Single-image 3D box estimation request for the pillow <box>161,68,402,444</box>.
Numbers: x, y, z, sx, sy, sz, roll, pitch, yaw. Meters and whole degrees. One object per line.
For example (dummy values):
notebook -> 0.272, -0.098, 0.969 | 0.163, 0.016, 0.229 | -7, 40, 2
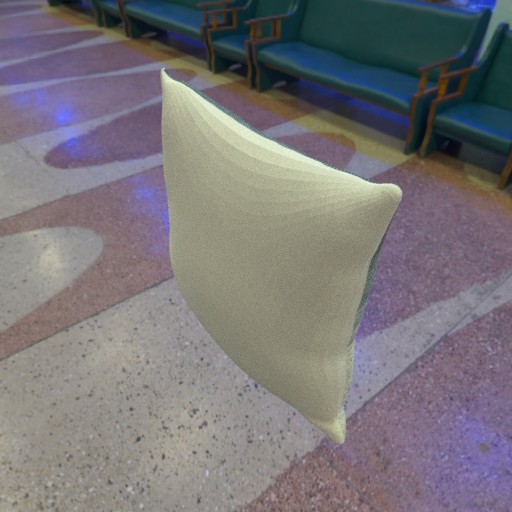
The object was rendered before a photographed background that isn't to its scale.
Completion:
pillow -> 0.000, 0.000, 0.653 | 0.182, 0.441, 0.440 | -27, 48, -28
